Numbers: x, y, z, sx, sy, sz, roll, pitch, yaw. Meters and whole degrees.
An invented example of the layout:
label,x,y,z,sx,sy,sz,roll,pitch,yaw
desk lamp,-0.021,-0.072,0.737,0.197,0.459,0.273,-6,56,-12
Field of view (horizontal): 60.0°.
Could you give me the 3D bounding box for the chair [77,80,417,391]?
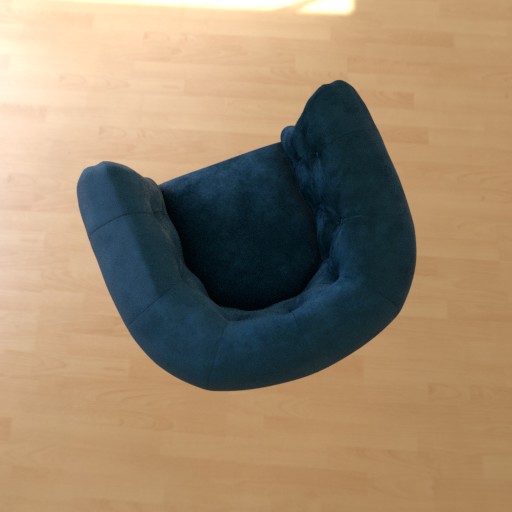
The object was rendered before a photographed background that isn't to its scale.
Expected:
label,x,y,z,sx,sy,sz,roll,pitch,yaw
chair,0.000,0.000,1.578,0.904,0.826,0.851,-21,78,-5
